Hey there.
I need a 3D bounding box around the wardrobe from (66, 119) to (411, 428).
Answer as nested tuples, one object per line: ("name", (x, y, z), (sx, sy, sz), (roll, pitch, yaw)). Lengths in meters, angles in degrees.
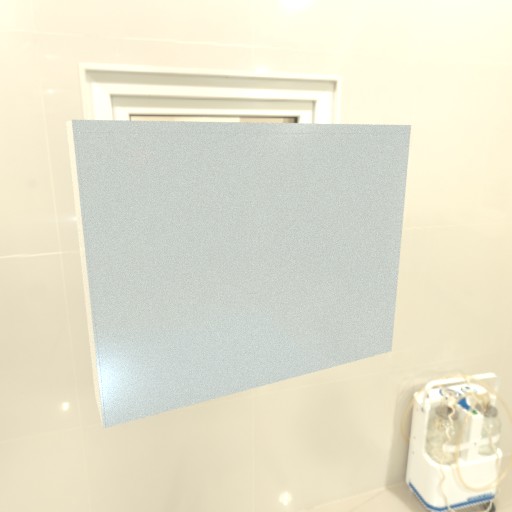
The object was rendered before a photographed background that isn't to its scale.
("wardrobe", (0.000, 0.000, 4.125), (3.000, 2.360, 0.580), (-7, 17, -25))
